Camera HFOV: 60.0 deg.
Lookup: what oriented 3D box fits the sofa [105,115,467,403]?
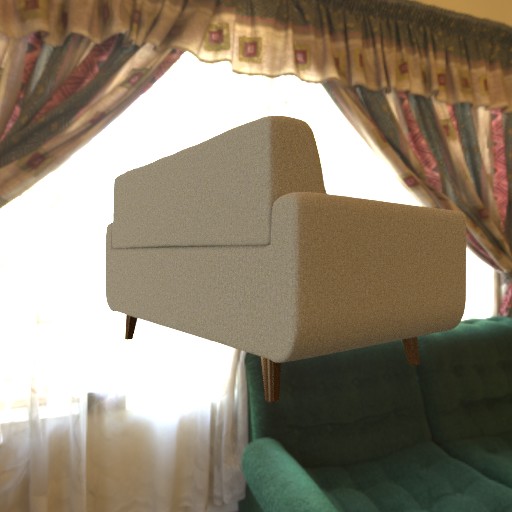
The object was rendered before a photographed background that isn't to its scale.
[{"bbox_3d":[0.000,0.000,2.176,0.952,0.925,1.651,0,1,-37],"label":"sofa"}]
